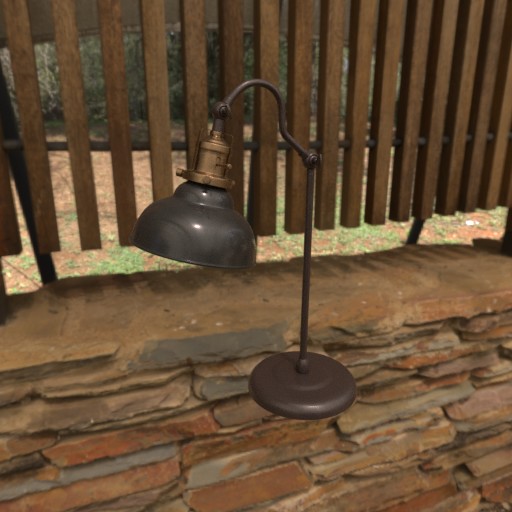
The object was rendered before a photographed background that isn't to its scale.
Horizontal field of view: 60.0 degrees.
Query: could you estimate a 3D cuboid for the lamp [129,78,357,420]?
[{"bbox_3d":[0.000,0.000,0.681,0.374,0.508,0.192,-8,18,-25],"label":"lamp"}]
